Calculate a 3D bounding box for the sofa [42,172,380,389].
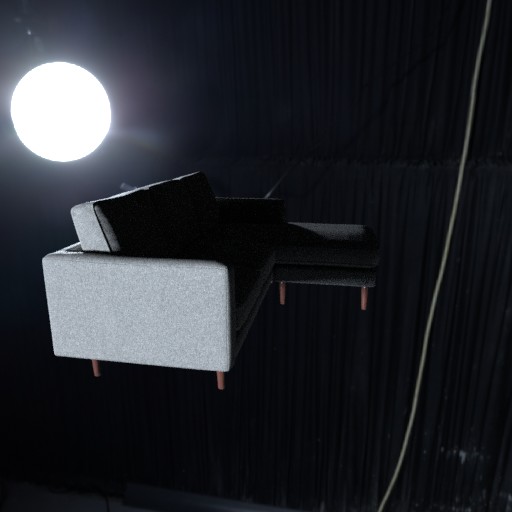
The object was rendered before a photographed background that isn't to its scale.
[{"bbox_3d":[0.000,0.000,2.953,1.667,0.957,2.055,3,16,10],"label":"sofa"}]
